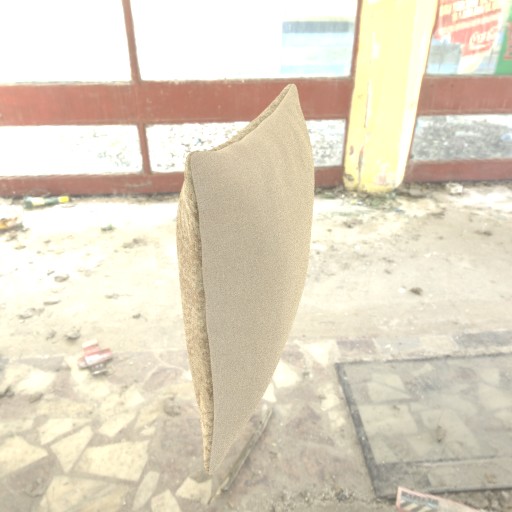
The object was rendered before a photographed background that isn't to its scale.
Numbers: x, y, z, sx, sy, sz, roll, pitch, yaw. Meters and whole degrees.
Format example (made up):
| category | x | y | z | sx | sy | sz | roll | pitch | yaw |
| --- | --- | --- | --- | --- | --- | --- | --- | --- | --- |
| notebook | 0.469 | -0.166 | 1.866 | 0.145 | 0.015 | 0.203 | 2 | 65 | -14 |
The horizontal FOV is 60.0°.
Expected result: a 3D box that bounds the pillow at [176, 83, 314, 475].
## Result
| category | x | y | z | sx | sy | sz | roll | pitch | yaw |
| --- | --- | --- | --- | --- | --- | --- | --- | --- | --- |
| pillow | 0.000 | 0.000 | 0.783 | 0.166 | 0.510 | 0.523 | 8 | 30 | 14 |
